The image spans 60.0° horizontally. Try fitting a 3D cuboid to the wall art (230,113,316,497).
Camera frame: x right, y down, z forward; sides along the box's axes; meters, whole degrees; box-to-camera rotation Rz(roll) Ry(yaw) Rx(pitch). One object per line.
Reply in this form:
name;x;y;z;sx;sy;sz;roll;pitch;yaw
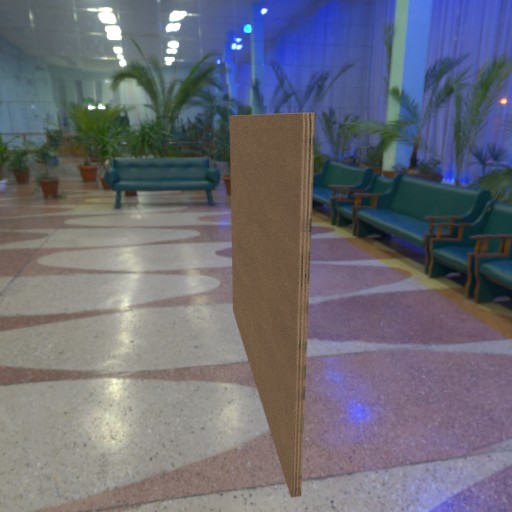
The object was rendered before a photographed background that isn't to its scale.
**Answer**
wall art;0.000;0.000;0.673;0.012;0.408;0.508;-3;18;-10
